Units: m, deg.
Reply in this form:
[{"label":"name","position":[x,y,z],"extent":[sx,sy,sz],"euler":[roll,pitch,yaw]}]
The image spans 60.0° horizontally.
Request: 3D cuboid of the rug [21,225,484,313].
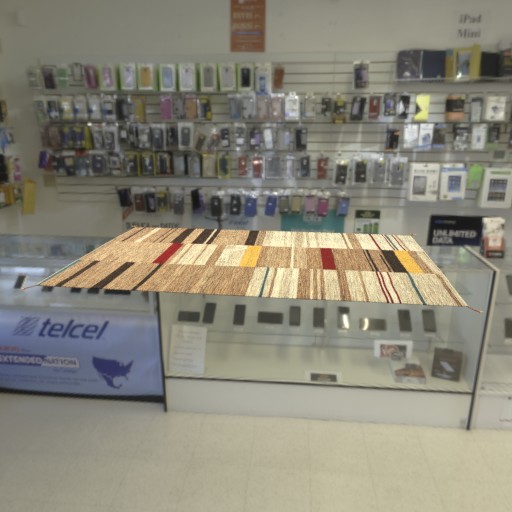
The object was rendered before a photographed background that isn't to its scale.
[{"label":"rug","position":[0.000,0.000,2.372],"extent":[1.918,0.007,1.268],"euler":[2,17,7]}]
